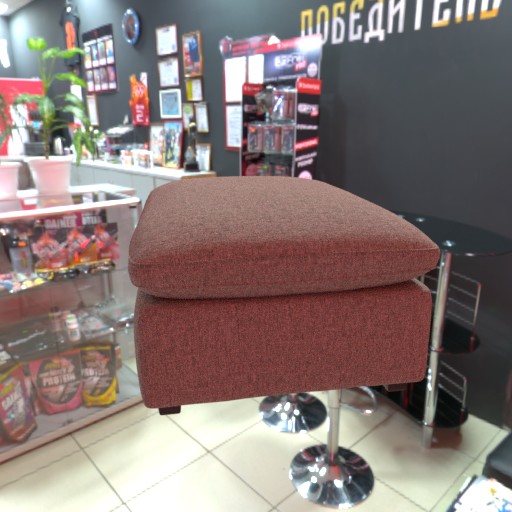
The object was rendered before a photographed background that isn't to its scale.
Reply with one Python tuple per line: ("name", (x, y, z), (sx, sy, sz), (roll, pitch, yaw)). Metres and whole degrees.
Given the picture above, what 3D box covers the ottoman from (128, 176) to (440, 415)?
("ottoman", (0.000, 0.000, 1.376), (0.694, 0.451, 0.977), (-3, 17, -9))
